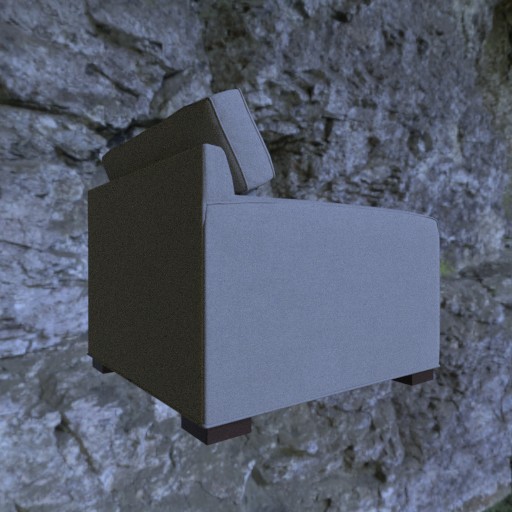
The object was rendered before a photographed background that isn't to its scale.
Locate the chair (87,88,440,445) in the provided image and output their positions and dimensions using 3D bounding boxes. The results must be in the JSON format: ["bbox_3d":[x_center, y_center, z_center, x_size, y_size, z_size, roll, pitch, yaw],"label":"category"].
[{"bbox_3d":[0.000,0.000,1.777,1.044,0.934,0.999,0,0,-36],"label":"chair"}]
